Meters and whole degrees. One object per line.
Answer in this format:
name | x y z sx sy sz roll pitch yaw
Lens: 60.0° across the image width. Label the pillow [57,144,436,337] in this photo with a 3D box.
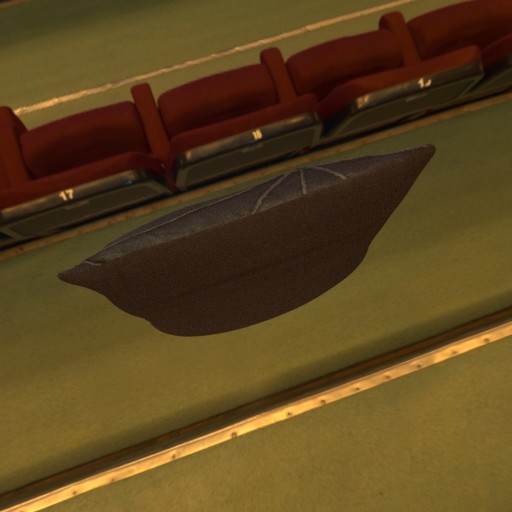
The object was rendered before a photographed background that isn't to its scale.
pillow | 0.000 0.000 0.679 0.439 0.440 0.183 -19 76 -5
